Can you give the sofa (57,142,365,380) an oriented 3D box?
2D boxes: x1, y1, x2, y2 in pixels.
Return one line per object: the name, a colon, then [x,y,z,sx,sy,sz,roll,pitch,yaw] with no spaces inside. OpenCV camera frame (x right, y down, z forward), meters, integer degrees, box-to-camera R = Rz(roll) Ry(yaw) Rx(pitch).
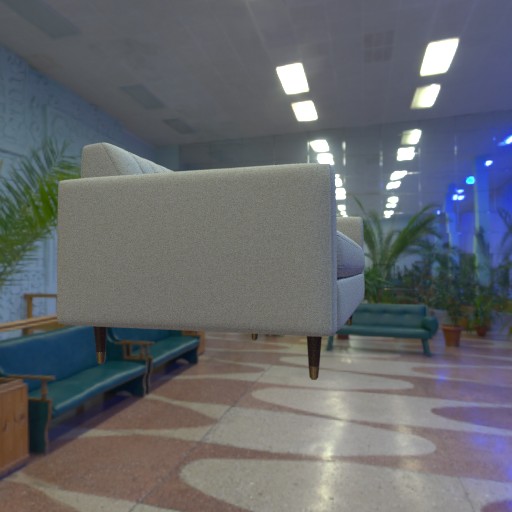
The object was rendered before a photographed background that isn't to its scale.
sofa: [0.000,0.000,2.119,0.950,0.801,1.585,0,-1,17]
